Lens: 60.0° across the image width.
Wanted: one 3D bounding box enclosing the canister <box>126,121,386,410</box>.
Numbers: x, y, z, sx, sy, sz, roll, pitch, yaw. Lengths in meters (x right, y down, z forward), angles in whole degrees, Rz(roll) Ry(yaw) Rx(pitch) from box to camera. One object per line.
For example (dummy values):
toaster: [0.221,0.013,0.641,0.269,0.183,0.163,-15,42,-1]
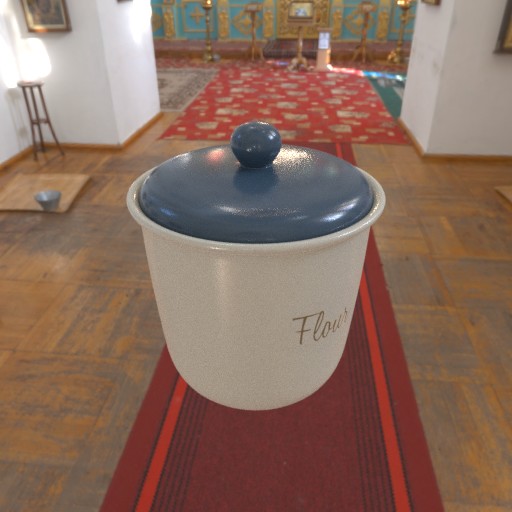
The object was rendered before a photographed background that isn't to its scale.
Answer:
canister: [0.000,0.000,0.350,0.182,0.208,0.182,0,31,0]
